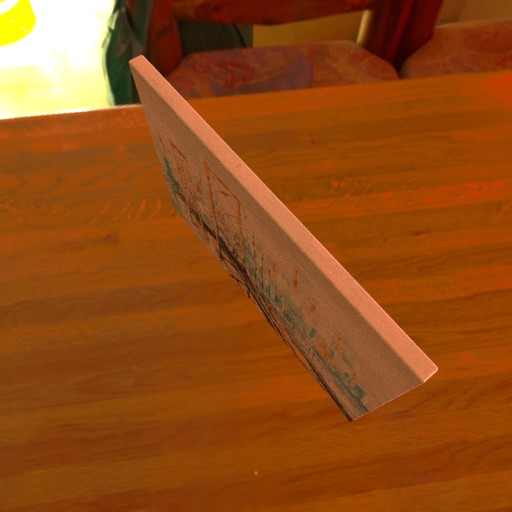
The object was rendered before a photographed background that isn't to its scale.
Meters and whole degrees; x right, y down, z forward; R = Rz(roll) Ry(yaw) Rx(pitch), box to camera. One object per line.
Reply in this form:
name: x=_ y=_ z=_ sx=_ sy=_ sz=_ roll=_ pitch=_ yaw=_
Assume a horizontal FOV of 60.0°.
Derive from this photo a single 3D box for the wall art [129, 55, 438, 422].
wall art: x=0.000 y=0.000 z=1.137 sx=0.038 sy=0.609 sz=0.913 roll=-35 pitch=69 yaw=-16
